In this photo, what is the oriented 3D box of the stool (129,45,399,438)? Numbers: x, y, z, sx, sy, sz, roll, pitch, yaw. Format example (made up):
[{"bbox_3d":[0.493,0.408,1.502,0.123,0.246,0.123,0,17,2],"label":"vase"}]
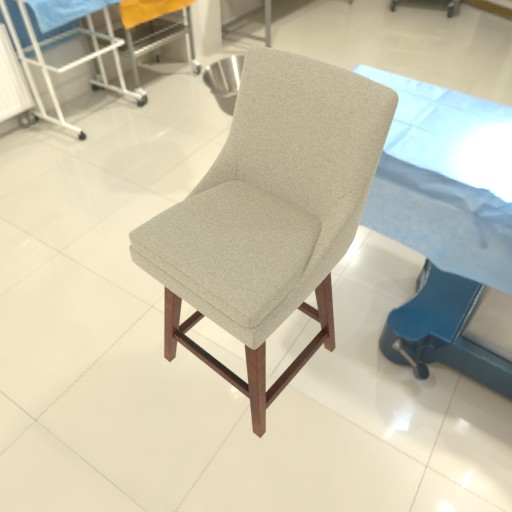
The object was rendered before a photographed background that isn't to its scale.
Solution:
[{"bbox_3d":[0.000,0.000,1.329,0.469,0.991,0.559,31,54,27],"label":"stool"}]
